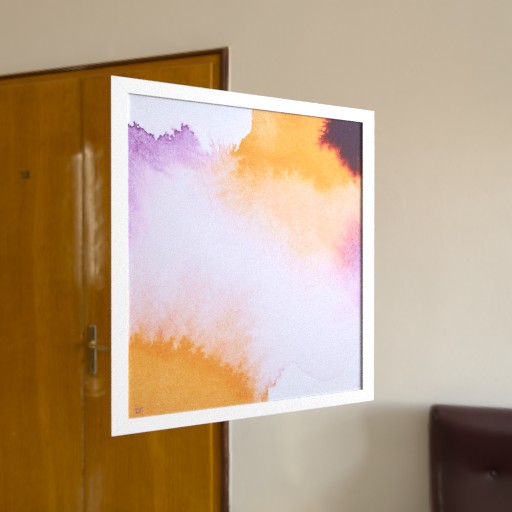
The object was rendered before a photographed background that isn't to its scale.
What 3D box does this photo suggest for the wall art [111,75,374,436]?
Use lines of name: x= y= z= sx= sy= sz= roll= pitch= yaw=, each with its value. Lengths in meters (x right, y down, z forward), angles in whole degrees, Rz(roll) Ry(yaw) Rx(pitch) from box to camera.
wall art: x=0.000 y=0.000 z=0.774 sx=0.482 sy=0.557 sz=0.012 roll=0 pitch=0 yaw=-21
